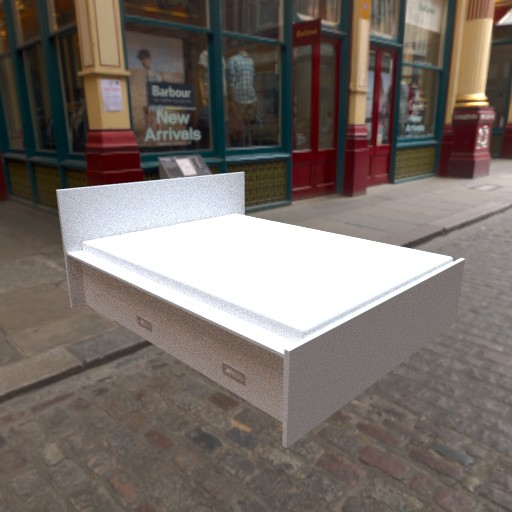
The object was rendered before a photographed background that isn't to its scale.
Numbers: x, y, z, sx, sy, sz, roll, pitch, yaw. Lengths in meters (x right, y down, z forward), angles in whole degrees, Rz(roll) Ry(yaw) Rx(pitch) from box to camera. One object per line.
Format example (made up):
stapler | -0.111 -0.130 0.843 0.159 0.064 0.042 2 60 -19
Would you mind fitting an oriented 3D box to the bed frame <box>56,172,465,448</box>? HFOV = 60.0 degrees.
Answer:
bed frame | 0.000 0.000 2.804 1.622 0.800 1.960 -16 23 -43
